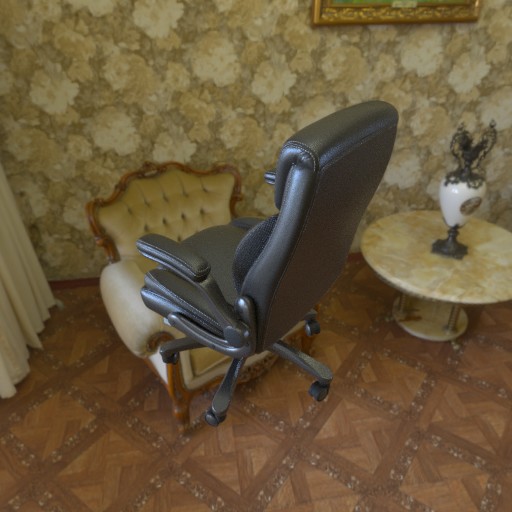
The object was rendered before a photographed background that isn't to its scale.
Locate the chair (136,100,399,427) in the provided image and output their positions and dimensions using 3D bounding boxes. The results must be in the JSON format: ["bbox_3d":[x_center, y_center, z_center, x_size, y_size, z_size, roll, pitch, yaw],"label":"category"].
[{"bbox_3d":[0.000,0.000,1.613,0.724,1.110,0.782,20,37,29],"label":"chair"}]
